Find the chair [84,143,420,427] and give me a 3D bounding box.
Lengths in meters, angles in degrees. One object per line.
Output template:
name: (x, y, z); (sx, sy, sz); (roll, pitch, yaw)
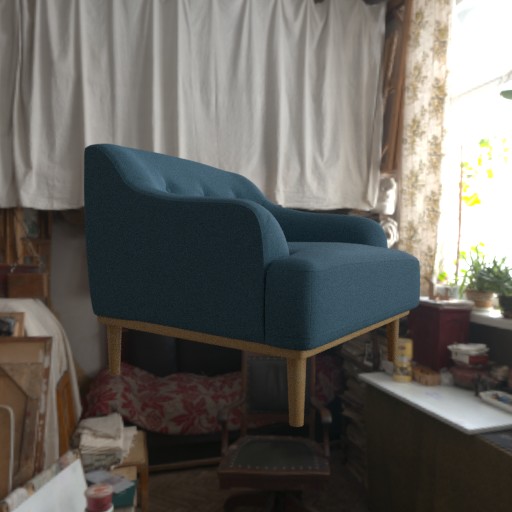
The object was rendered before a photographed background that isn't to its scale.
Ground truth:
chair: (0.000, 0.000, 1.625); (0.951, 0.818, 0.946); (1, 1, 35)
